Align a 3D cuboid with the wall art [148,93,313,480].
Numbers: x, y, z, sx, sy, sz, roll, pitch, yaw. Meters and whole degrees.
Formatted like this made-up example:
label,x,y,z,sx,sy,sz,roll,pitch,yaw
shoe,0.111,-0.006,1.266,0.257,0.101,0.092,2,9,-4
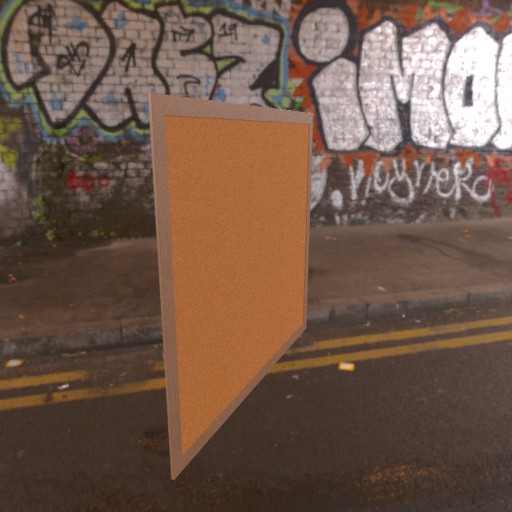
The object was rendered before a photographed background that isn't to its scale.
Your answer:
label,x,y,z,sx,sy,sz,roll,pitch,yaw
wall art,0.000,0.000,1.668,0.025,1.067,1.168,7,17,24
